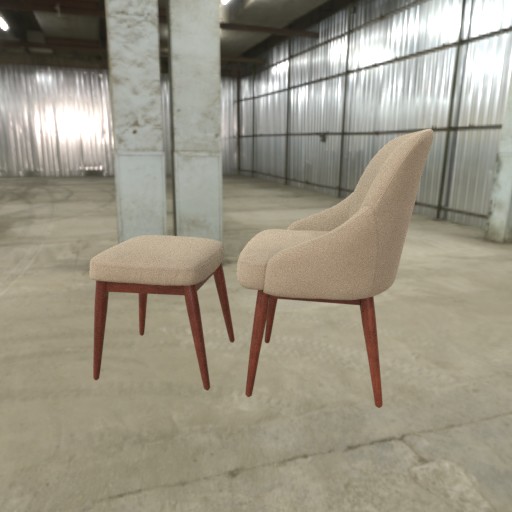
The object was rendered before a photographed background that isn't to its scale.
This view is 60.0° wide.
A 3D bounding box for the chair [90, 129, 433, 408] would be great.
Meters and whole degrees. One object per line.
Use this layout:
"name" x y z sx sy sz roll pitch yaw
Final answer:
"chair" 0.000 0.000 1.586 1.114 0.866 0.584 2 14 10
